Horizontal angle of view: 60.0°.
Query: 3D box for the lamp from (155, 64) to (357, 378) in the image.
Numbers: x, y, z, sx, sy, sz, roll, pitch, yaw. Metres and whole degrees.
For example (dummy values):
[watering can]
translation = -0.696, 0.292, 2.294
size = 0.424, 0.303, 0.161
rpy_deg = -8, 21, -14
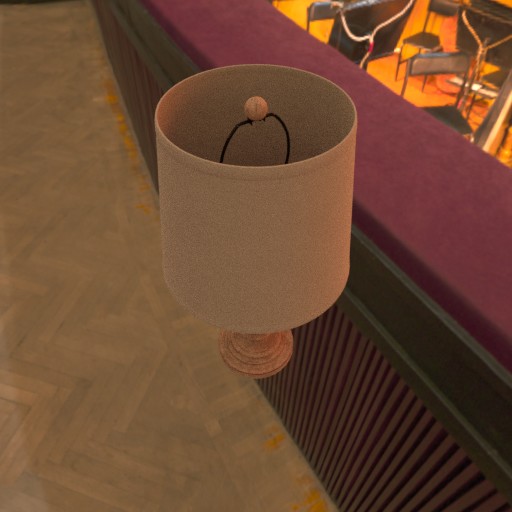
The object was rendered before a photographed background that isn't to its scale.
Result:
[lamp]
translation = 0.000, 0.000, 0.655
size = 0.273, 0.497, 0.273
rpy_deg = 0, 47, 0
